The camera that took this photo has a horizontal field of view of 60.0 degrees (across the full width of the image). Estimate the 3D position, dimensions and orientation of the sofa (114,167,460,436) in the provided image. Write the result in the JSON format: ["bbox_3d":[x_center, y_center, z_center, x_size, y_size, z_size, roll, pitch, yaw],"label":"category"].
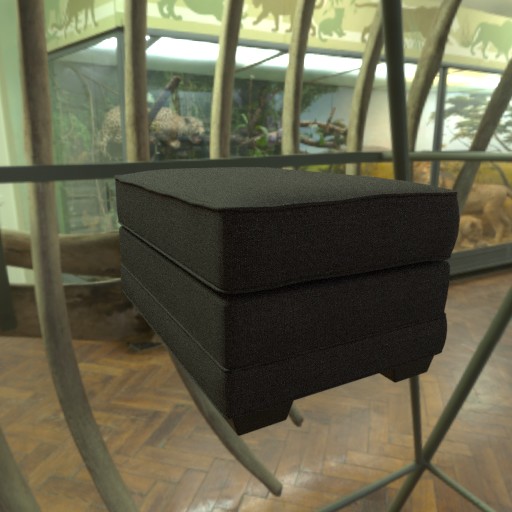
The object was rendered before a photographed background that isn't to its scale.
[{"bbox_3d":[0.000,0.000,1.221,0.578,0.457,0.854,-8,16,-28],"label":"sofa"}]
